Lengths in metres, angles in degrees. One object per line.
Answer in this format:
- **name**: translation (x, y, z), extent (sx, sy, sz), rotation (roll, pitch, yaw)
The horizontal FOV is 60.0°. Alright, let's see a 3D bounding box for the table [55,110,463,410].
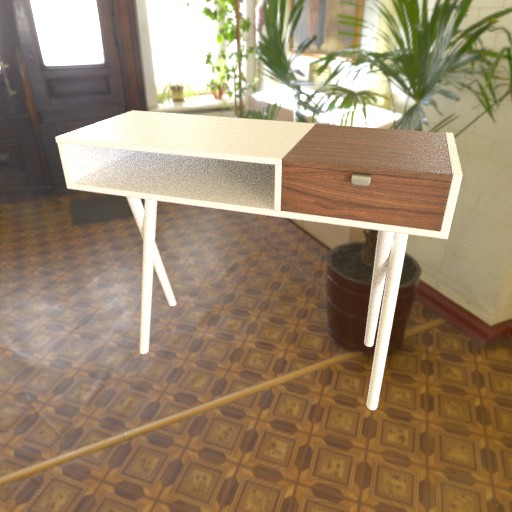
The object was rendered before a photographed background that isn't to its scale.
- **table**: translation (0.000, 0.000, 1.451), extent (1.066, 0.785, 0.418), rotation (9, 30, 16)
